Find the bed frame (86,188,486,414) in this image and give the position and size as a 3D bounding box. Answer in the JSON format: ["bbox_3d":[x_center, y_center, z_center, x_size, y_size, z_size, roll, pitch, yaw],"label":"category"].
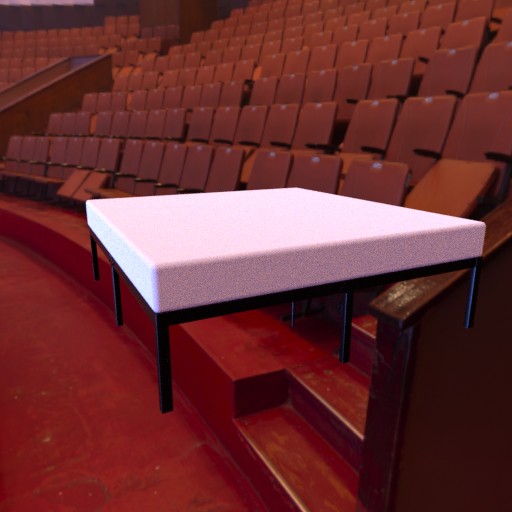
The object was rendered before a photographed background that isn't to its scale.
[{"bbox_3d":[0.000,0.000,3.104,1.963,0.659,2.079,-8,17,-26],"label":"bed frame"}]
